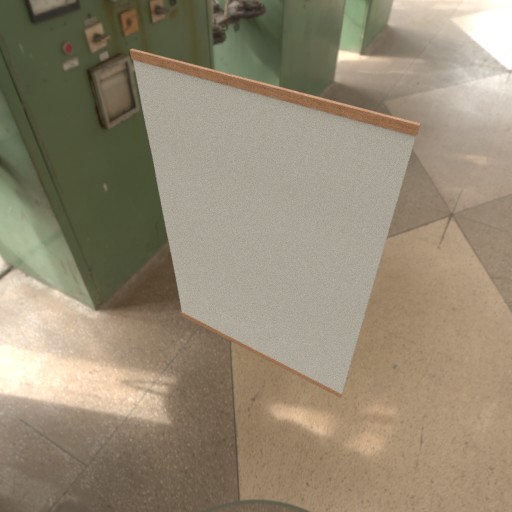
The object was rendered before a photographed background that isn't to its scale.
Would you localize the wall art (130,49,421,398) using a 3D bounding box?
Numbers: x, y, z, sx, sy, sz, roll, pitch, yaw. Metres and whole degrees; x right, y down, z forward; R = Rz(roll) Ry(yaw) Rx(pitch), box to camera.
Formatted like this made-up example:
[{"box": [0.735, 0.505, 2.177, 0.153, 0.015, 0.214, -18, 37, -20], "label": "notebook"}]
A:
[{"box": [0.000, 0.000, 1.904, 1.019, 1.527, 0.019, 23, 50, 21], "label": "wall art"}]
